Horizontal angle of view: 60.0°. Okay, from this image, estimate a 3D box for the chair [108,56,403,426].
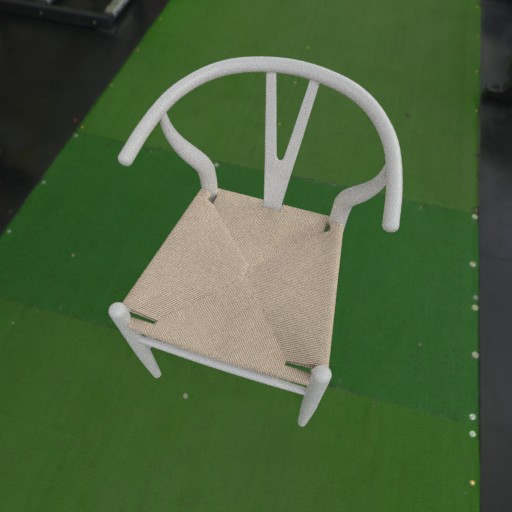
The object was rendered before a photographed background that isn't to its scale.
[{"bbox_3d":[0.000,0.000,1.114,0.569,0.730,0.579,15,59,9],"label":"chair"}]
